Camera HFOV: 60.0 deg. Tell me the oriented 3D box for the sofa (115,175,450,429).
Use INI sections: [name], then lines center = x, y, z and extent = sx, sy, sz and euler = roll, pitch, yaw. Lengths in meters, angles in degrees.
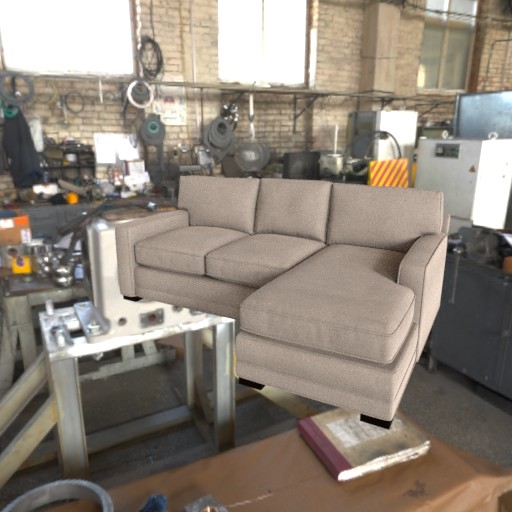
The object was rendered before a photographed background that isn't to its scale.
[sofa]
center = 0.000, 0.000, 2.805
extent = 2.087, 0.861, 1.496
euler = 8, 18, 28
